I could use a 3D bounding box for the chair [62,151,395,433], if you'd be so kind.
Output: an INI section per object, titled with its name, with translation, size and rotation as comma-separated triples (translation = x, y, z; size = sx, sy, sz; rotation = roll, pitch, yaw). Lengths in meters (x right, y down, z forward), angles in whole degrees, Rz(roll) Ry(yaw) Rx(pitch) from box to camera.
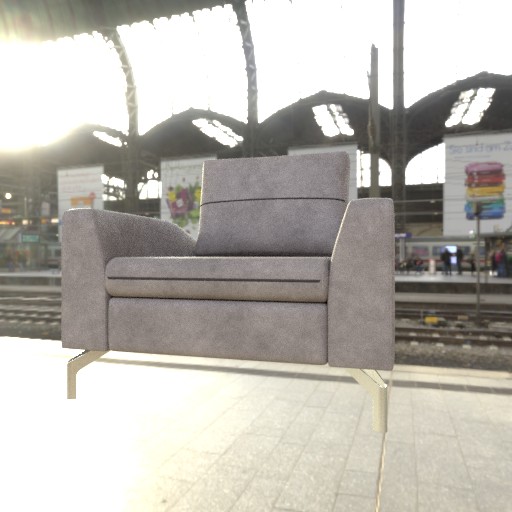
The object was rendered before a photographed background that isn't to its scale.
[chair]
translation = 0.000, 0.000, 1.531
size = 0.900, 0.800, 0.900
rotation = 0, 0, 16
